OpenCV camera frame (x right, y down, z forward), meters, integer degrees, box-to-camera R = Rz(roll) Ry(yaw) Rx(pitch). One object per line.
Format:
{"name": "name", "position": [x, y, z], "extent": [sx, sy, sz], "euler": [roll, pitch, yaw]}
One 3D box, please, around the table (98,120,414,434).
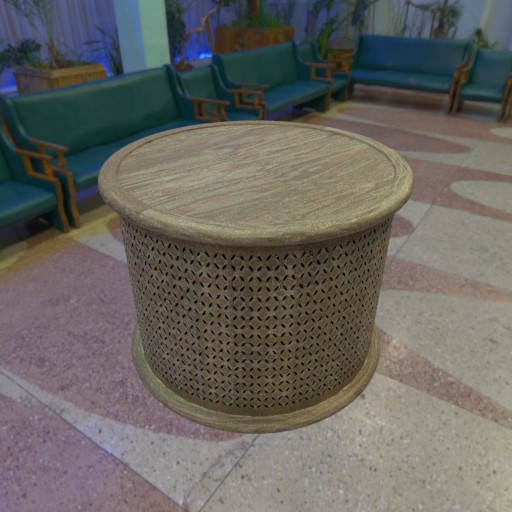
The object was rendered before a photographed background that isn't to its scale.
{"name": "table", "position": [0.000, 0.000, 1.000], "extent": [0.607, 0.450, 0.607], "euler": [0, 32, 0]}
